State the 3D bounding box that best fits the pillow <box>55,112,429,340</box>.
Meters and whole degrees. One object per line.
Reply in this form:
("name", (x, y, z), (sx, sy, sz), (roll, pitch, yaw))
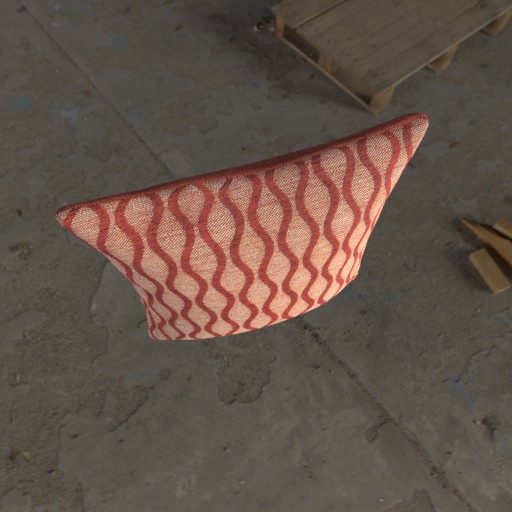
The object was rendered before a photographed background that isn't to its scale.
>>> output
("pillow", (0.000, 0.000, 0.668), (0.429, 0.434, 0.159), (-17, 64, -9))
